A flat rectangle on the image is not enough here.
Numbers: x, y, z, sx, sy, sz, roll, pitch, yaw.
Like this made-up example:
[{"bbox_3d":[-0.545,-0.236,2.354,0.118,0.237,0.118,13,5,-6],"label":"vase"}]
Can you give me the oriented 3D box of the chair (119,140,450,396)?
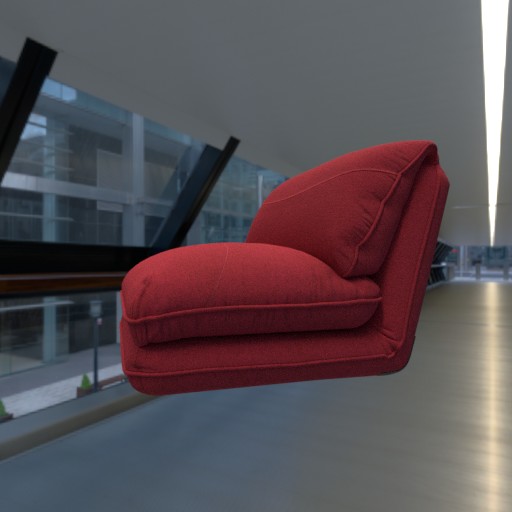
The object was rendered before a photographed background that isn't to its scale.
[{"bbox_3d":[0.000,0.000,1.332,0.780,0.580,0.820,0,0,-18],"label":"chair"}]
